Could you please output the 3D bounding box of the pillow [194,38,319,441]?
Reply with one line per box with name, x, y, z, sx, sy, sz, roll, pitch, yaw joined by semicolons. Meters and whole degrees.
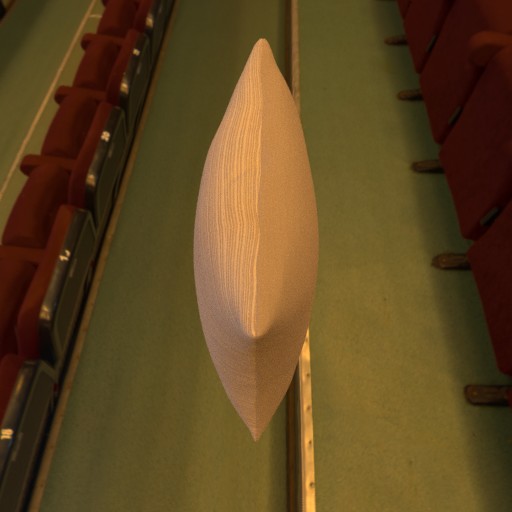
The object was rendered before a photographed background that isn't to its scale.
pillow;0.000;0.000;0.770;0.204;0.497;0.512;1;56;1
